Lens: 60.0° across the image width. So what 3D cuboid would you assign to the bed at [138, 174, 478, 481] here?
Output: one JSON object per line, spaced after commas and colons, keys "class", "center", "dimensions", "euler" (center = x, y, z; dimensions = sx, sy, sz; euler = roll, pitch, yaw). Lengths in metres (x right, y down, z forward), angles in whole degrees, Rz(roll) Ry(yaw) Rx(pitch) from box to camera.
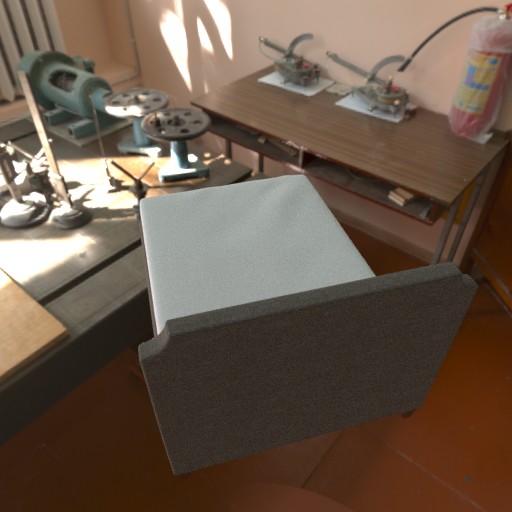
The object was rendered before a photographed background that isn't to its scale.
{"class": "bed", "center": [0.000, 0.000, 3.347], "dimensions": [1.713, 1.457, 2.381], "euler": [-10, 42, -12]}
